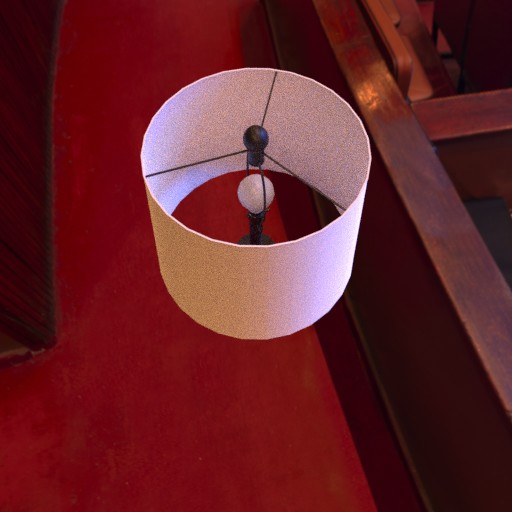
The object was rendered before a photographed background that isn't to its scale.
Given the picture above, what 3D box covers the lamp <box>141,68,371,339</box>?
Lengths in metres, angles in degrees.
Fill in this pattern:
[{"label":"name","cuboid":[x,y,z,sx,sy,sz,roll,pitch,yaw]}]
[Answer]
[{"label":"lamp","cuboid":[0.000,0.000,0.833,0.349,0.667,0.349,0,63,0]}]
